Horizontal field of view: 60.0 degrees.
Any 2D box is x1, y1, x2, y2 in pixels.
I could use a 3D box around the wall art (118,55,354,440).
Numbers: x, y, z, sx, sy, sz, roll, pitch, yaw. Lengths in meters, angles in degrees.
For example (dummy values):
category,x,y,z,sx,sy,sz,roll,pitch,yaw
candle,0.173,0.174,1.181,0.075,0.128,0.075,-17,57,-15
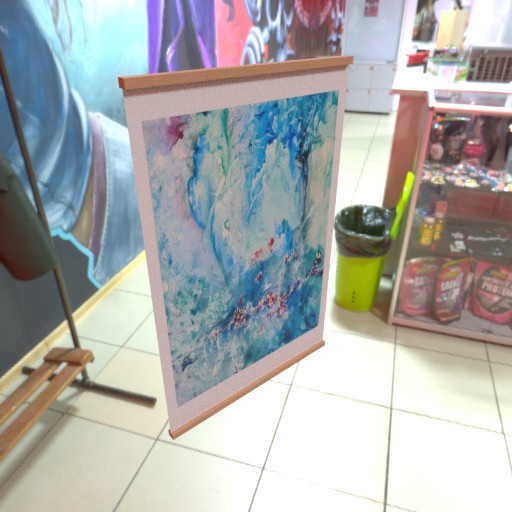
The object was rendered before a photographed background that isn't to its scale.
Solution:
category,x,y,z,sx,sy,sz,roll,pitch,yaw
wall art,0.000,0.000,1.894,0.991,1.510,0.040,-22,36,-34
